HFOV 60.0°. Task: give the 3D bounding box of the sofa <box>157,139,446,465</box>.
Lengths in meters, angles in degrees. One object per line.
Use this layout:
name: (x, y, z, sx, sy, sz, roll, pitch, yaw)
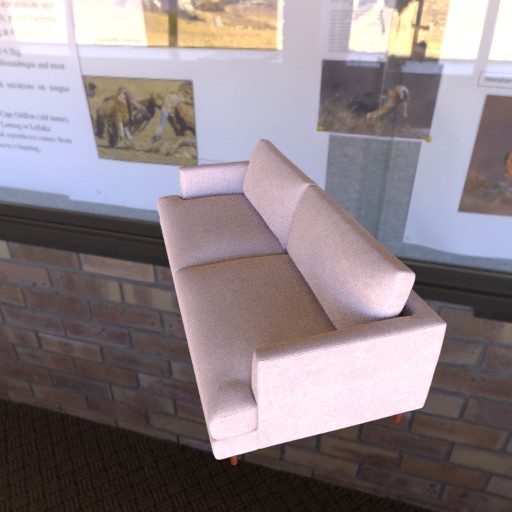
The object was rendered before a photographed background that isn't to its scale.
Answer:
sofa: (0.000, 0.000, 2.738, 1.020, 0.868, 2.250, -8, 32, -14)
